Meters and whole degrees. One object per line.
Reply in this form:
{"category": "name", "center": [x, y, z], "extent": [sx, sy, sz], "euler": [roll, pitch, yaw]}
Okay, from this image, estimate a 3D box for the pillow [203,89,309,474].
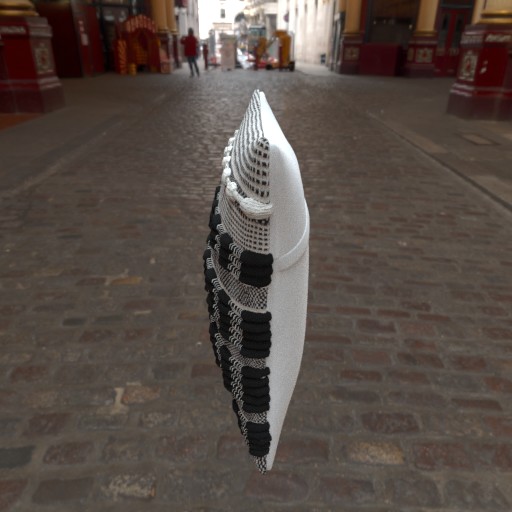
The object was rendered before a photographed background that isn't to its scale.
{"category": "pillow", "center": [0.000, 0.000, 0.677], "extent": [0.156, 0.438, 0.436], "euler": [0, 26, -1]}
